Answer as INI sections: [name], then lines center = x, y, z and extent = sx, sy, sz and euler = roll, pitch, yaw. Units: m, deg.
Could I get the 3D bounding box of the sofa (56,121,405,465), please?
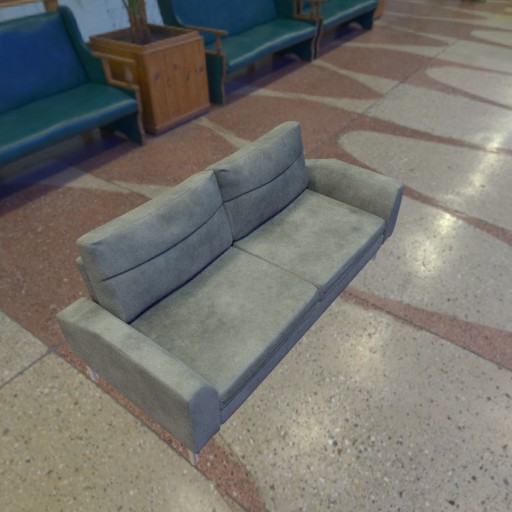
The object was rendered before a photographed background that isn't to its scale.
[sofa]
center = 0.000, 0.000, 2.347
extent = 0.849, 0.859, 1.837
euler = 26, 46, 28
